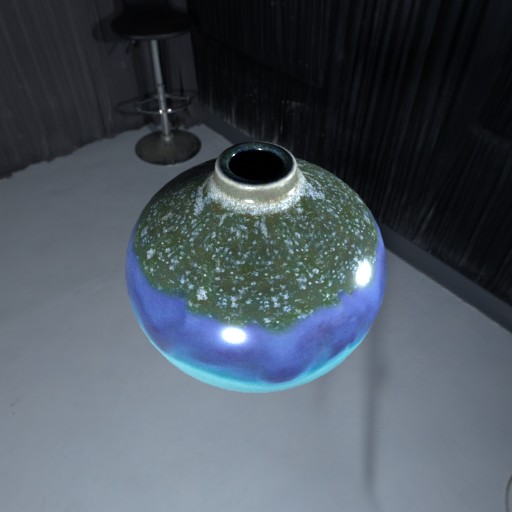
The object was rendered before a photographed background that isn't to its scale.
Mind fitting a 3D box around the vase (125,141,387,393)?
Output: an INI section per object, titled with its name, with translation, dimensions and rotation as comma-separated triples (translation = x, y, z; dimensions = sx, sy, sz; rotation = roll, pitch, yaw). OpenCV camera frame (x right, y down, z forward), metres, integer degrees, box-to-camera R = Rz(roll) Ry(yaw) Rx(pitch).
[vase]
translation = 0.000, 0.000, 0.265
dimensions = 0.154, 0.133, 0.154
rotation = 0, 46, 0
